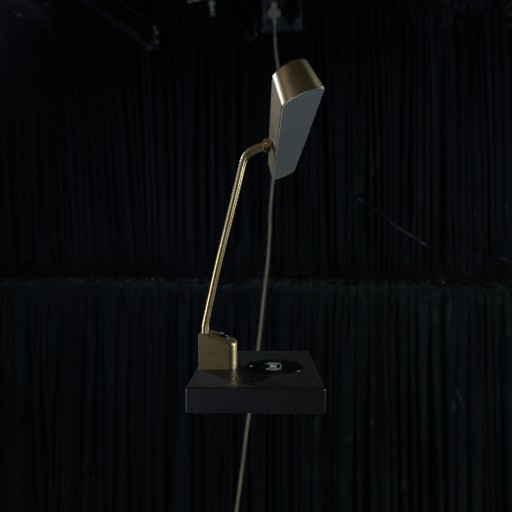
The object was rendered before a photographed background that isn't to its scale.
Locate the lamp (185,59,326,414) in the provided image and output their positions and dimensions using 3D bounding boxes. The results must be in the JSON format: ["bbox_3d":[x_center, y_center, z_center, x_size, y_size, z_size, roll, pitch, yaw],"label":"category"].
[{"bbox_3d":[0.000,0.000,0.578,0.156,0.345,0.412,0,0,1],"label":"lamp"}]
